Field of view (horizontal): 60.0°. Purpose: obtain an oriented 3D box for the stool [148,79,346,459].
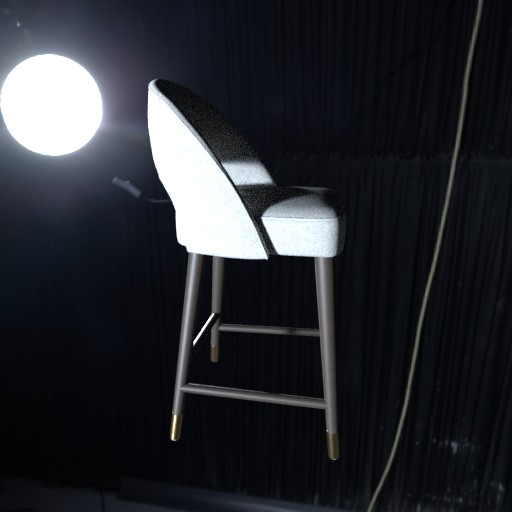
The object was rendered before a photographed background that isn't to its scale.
[{"bbox_3d":[0.000,0.000,1.259,0.509,0.940,0.494,3,17,9],"label":"stool"}]
